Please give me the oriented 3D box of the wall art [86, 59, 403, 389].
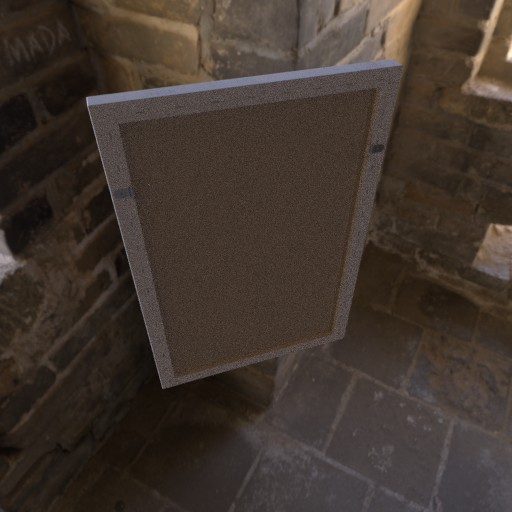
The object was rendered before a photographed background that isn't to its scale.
[{"bbox_3d":[0.000,0.000,1.158,0.624,0.914,0.043,-13,44,-13],"label":"wall art"}]
